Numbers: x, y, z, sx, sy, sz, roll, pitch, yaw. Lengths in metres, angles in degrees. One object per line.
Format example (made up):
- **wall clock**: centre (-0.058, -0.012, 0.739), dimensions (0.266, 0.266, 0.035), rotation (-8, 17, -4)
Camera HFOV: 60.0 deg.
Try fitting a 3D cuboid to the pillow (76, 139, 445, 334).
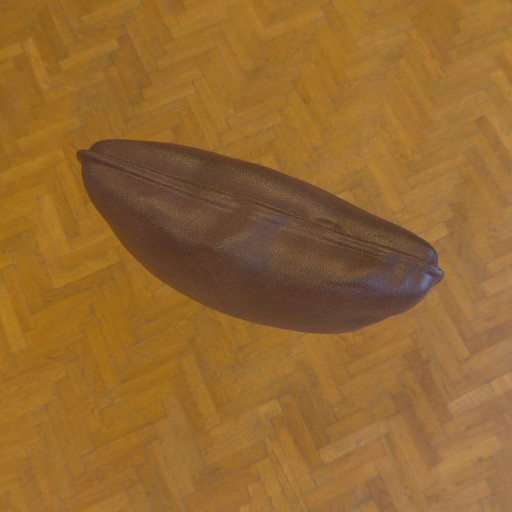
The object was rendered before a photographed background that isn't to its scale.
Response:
- **pillow**: centre (0.000, 0.000, 0.819), dimensions (0.532, 0.523, 0.236), rotation (19, 78, 4)
